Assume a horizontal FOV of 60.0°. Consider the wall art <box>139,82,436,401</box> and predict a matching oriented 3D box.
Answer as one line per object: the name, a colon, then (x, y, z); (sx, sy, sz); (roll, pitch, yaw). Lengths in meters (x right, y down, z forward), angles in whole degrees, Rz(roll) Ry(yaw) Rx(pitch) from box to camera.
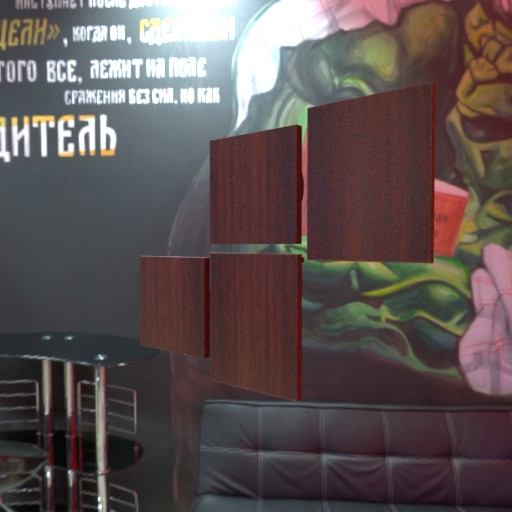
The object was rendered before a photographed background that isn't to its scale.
wall art: (0.000, 0.000, 0.825); (0.635, 0.497, 0.030); (1, 2, 37)
